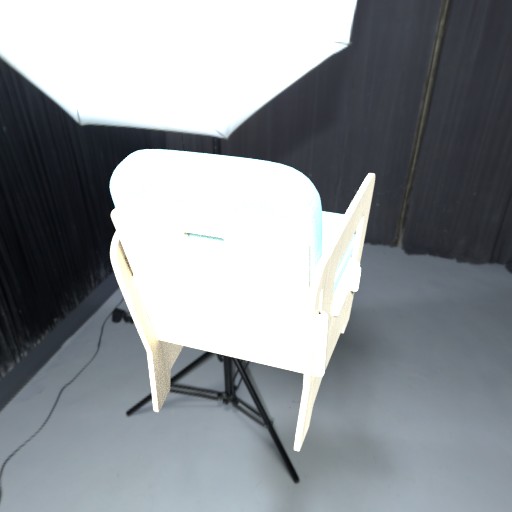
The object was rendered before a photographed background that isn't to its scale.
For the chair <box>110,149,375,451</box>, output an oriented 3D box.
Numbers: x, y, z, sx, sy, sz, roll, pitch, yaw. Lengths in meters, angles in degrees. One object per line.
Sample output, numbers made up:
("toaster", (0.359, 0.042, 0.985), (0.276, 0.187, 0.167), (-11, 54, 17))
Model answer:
("chair", (0.000, 0.000, 1.290), (0.590, 0.800, 0.710), (9, 33, 15))
